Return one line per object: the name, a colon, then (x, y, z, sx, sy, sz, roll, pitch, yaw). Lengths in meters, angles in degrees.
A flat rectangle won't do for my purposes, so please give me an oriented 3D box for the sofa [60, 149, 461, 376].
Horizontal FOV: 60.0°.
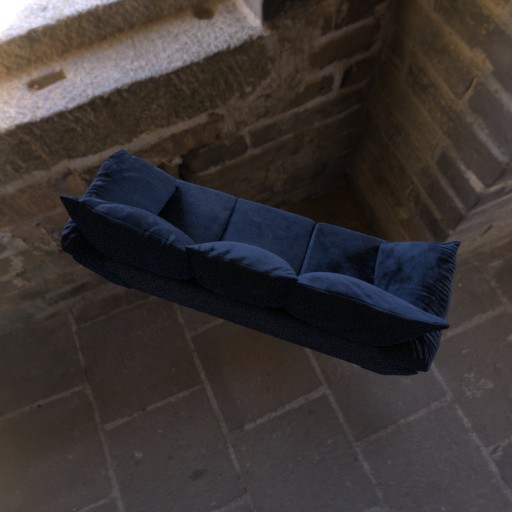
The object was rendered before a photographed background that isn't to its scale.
sofa: (0.000, 0.000, 2.889, 2.390, 1.091, 0.907, 17, 66, 8)
